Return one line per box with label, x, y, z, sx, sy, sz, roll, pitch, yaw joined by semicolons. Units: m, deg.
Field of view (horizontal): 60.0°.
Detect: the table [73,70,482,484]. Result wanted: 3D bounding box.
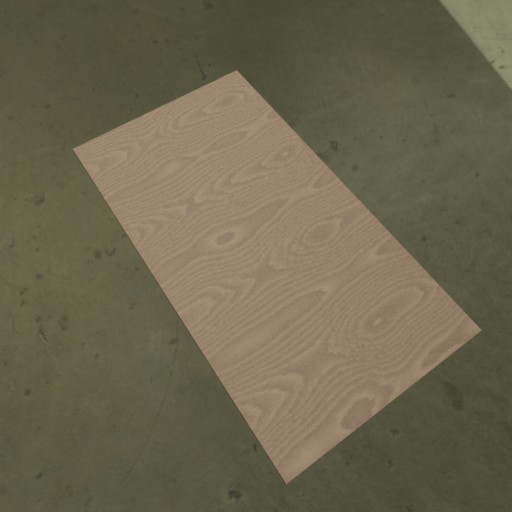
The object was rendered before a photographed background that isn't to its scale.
table;0.000;0.000;1.482;0.651;0.347;1.197;-32;68;-15
